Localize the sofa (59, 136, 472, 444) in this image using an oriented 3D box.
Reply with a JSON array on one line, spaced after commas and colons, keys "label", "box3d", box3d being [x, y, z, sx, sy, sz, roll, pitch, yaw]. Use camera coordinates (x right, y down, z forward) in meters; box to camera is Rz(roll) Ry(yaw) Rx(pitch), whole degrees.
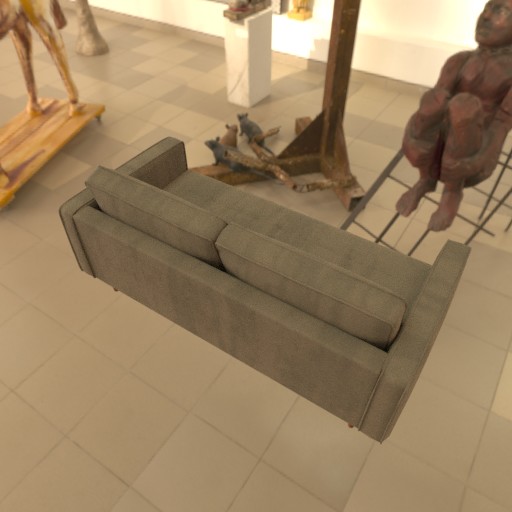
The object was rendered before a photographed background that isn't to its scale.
[{"label": "sofa", "box3d": [0.000, 0.000, 2.354, 1.920, 0.825, 0.924, 25, 50, 23]}]
